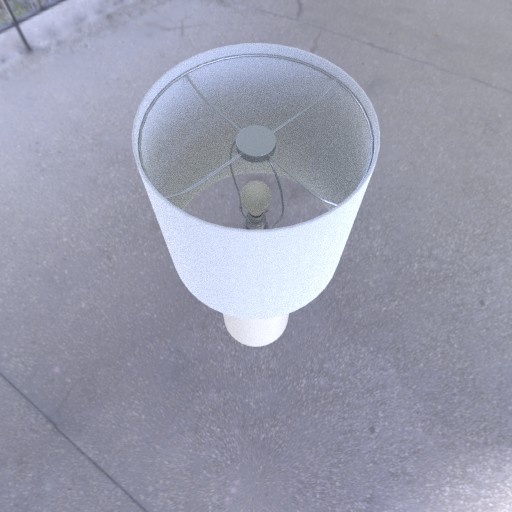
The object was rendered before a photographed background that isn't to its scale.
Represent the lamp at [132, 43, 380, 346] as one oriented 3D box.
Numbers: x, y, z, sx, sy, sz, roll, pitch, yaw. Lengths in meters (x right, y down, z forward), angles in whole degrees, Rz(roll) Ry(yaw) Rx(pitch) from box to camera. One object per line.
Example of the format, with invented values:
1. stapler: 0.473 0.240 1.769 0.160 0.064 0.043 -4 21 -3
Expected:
1. lamp: 0.000 0.000 0.599 0.212 0.493 0.212 -39 69 -18
